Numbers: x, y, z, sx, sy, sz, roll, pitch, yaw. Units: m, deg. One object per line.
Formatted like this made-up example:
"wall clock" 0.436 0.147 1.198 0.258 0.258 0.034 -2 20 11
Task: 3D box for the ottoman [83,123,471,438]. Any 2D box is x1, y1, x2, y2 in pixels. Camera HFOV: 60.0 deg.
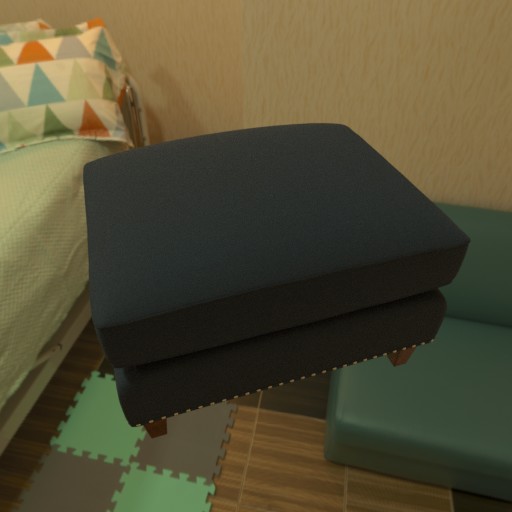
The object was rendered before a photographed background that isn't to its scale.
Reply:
"ottoman" 0.000 0.000 1.113 0.741 0.513 0.584 -12 43 -13
